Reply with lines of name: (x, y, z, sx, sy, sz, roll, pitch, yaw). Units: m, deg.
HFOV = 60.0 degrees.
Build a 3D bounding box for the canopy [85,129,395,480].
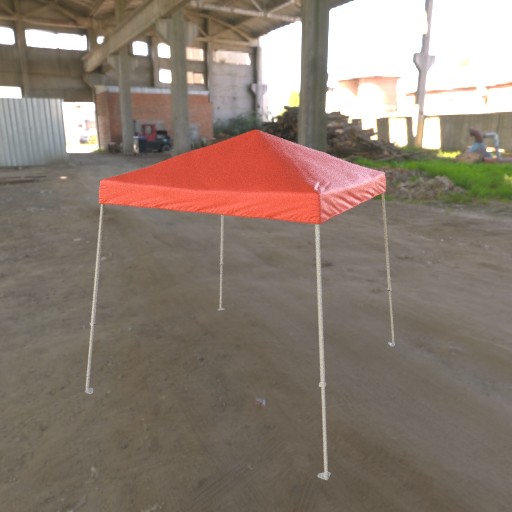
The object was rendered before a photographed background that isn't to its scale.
canopy: (0.000, 0.000, 5.192, 2.849, 2.850, 2.850, 8, 17, 27)
